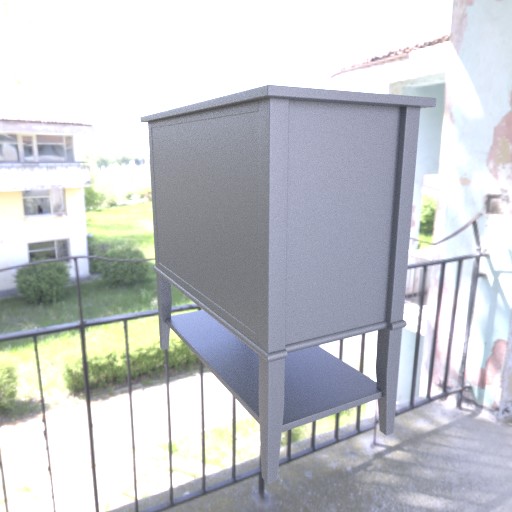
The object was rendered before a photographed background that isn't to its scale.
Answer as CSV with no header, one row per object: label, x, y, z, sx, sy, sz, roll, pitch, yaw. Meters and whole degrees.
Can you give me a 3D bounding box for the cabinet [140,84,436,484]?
cabinet,0.000,0.000,1.237,0.396,0.780,0.801,-7,15,-28
